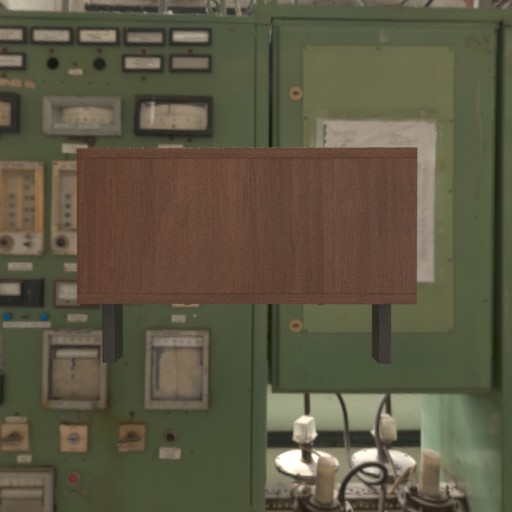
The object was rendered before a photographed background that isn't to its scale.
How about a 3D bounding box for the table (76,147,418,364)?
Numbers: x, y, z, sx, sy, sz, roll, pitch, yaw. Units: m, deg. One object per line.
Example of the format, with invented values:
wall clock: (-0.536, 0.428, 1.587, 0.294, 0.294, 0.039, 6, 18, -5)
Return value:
table: (0.000, 0.000, 1.263, 0.600, 0.380, 1.020, 0, 1, 1)
